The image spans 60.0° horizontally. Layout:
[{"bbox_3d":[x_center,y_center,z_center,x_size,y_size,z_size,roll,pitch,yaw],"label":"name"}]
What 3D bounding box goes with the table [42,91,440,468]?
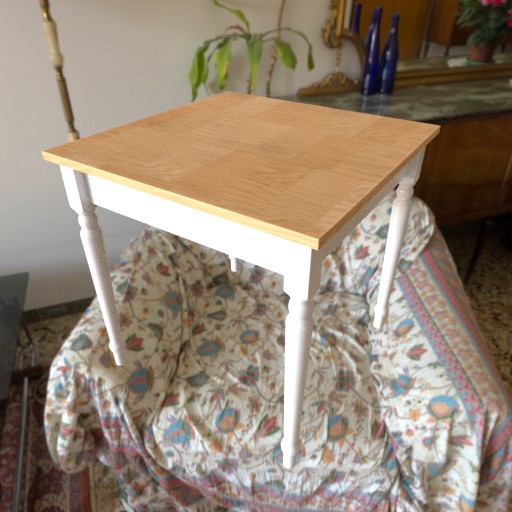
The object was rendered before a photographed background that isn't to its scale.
[{"bbox_3d":[0.000,0.000,1.358,0.747,0.738,0.747,20,38,28],"label":"table"}]
